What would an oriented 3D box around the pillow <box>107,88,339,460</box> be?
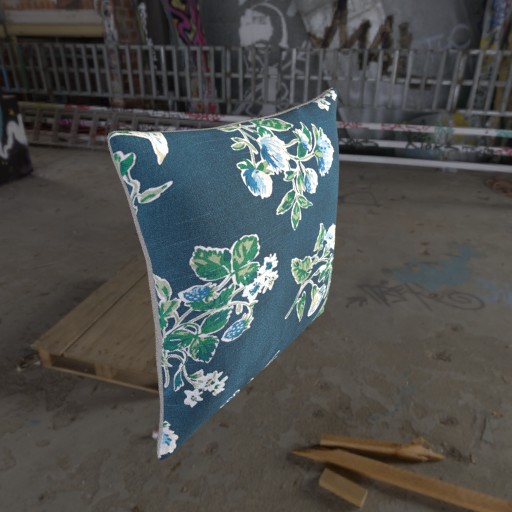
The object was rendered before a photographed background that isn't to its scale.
[{"bbox_3d":[0.000,0.000,0.774,0.166,0.508,0.525,18,32,32],"label":"pillow"}]
